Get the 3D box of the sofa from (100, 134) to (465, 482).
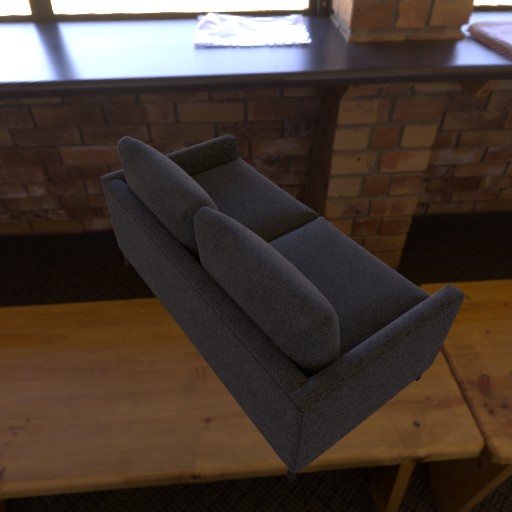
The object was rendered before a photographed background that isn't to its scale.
[{"bbox_3d":[0.000,0.000,2.194,0.866,0.862,1.716,-26,48,-26],"label":"sofa"}]
